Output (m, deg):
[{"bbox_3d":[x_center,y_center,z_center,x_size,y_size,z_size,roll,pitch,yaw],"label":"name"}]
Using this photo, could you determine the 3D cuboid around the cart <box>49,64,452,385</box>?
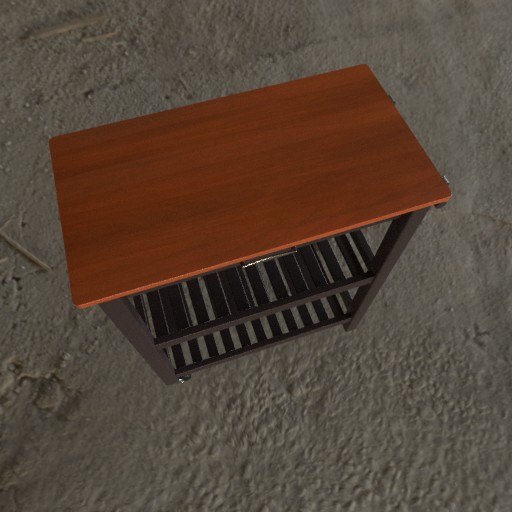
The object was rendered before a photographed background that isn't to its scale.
[{"bbox_3d":[0.000,0.000,1.436,0.899,0.927,0.457,-16,63,-9],"label":"cart"}]
